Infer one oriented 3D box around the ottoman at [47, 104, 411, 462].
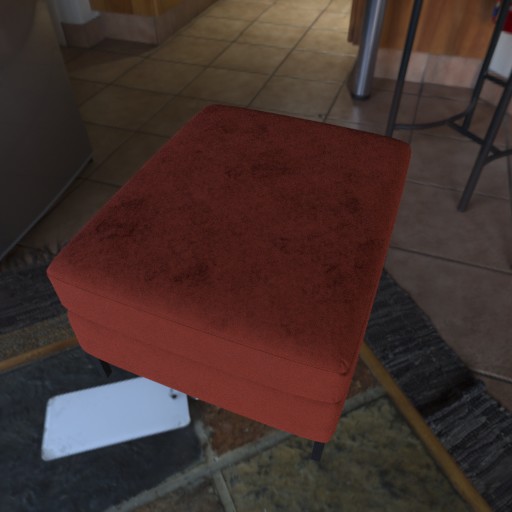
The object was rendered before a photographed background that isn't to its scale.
[{"bbox_3d":[0.000,0.000,1.194,0.650,0.462,0.782,16,48,15],"label":"ottoman"}]
